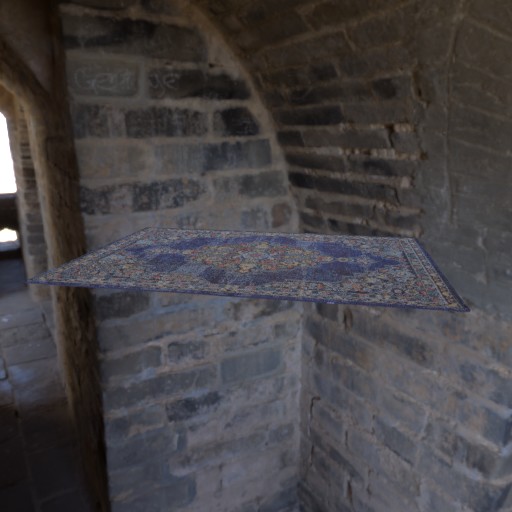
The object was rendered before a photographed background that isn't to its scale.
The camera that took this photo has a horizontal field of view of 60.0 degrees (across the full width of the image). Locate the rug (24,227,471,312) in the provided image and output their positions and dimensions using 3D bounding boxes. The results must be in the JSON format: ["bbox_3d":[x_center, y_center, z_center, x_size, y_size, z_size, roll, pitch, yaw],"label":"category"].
[{"bbox_3d":[0.000,0.000,3.804,2.940,0.011,2.053,3,15,10],"label":"rug"}]
